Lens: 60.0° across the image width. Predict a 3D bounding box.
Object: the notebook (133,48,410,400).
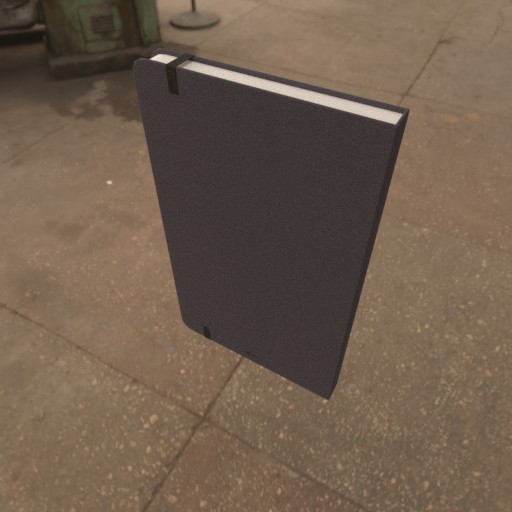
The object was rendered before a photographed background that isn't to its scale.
[{"bbox_3d":[0.000,0.000,0.262,0.127,0.213,0.016,23,50,21],"label":"notebook"}]
